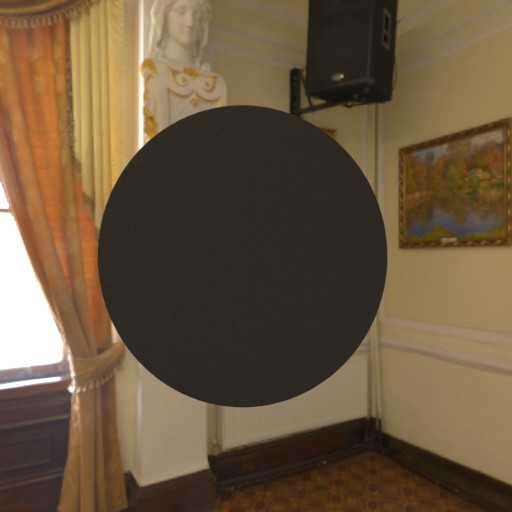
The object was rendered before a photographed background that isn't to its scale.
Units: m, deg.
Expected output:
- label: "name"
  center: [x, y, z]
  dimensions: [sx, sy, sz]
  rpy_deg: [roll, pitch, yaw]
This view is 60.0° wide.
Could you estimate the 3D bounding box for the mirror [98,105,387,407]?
- label: "mirror"
  center: [0.000, 0.000, 1.600]
  dimensions: [1.077, 1.077, 0.036]
  rpy_deg: [0, 0, -17]
